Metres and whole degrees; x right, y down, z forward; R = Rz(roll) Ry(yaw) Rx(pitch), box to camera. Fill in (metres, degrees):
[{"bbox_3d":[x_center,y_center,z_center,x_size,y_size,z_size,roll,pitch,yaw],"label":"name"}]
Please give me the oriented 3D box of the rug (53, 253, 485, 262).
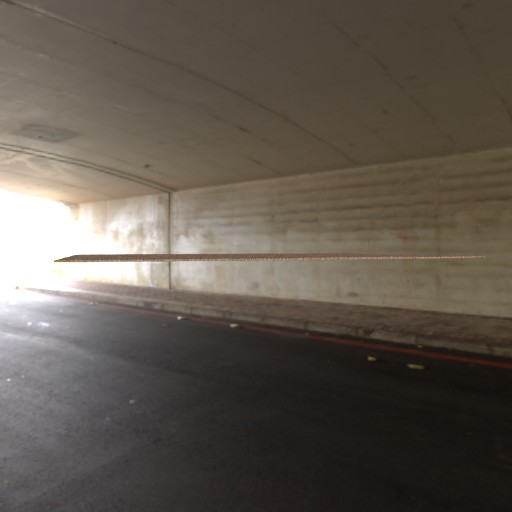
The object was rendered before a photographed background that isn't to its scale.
[{"bbox_3d":[0.000,0.000,2.345,1.840,0.013,1.225,0,1,-19],"label":"rug"}]
